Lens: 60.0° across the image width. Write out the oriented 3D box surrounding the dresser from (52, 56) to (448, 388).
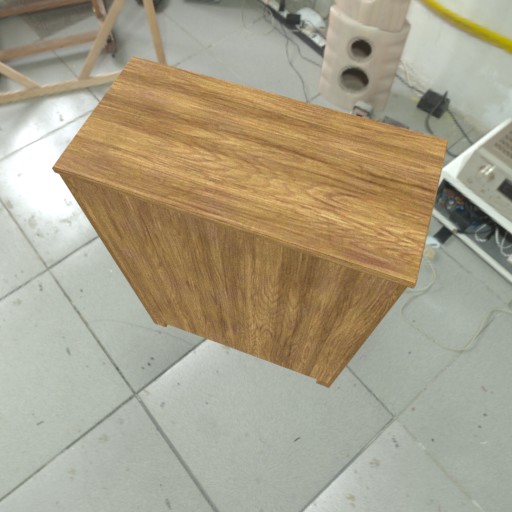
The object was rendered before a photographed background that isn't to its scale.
[{"bbox_3d":[0.000,0.000,1.971,1.081,1.431,0.558,18,65,9],"label":"dresser"}]
